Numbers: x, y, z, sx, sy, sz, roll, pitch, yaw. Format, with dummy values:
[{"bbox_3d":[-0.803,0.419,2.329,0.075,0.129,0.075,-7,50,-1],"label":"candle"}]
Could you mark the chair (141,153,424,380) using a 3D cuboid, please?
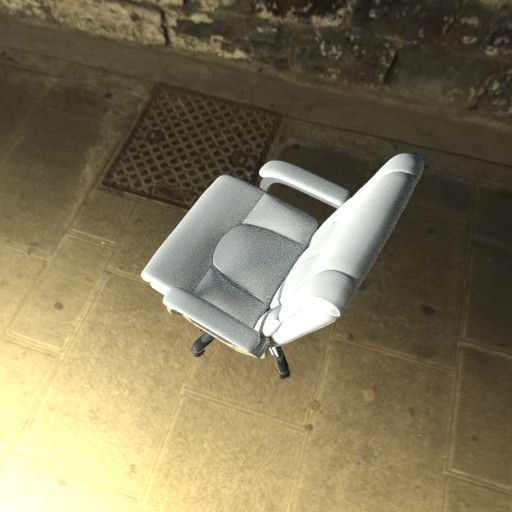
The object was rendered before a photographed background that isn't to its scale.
[{"bbox_3d":[0.000,0.000,1.583,0.738,1.120,0.687,29,68,13],"label":"chair"}]
